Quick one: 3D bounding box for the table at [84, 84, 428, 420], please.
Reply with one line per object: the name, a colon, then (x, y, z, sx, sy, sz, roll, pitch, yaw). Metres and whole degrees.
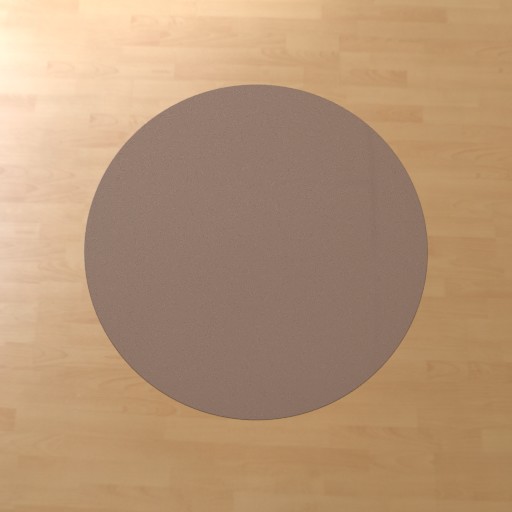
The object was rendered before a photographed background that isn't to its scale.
table: (0.000, 0.000, 1.227, 0.800, 0.400, 0.800, 0, 79, 0)
